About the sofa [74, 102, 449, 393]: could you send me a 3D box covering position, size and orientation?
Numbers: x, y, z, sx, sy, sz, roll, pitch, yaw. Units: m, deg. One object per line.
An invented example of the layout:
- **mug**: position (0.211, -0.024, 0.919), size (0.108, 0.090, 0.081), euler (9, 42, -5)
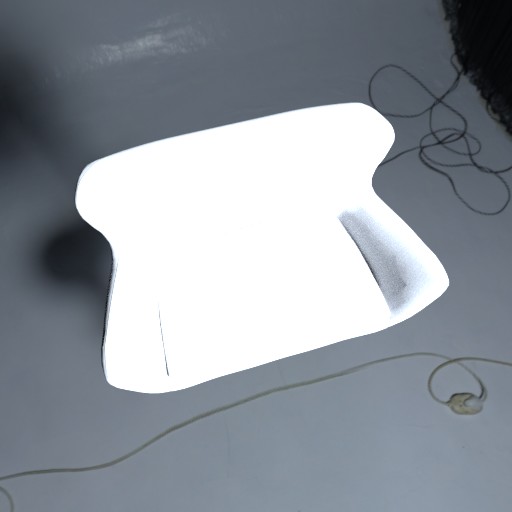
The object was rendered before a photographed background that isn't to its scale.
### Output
- **sofa**: position (0.000, 0.000, 2.055), size (1.424, 0.878, 0.921), euler (-15, 64, -7)
